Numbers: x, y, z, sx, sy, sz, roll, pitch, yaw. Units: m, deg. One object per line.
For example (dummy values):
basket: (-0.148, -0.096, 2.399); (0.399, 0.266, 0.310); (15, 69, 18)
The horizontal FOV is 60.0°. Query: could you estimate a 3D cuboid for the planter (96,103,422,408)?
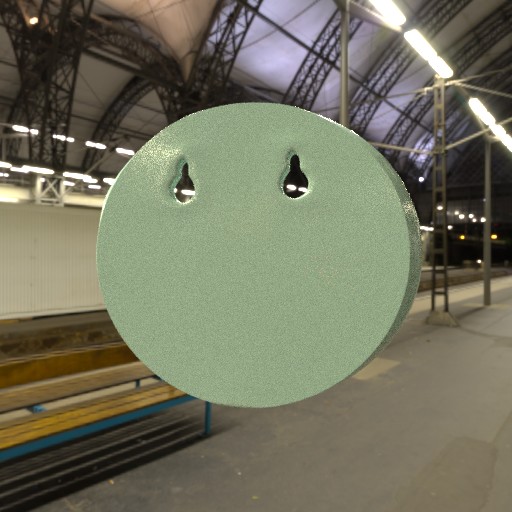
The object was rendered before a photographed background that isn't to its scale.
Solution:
planter: (0.000, 0.000, 0.271); (0.189, 0.164, 0.073); (0, 0, 18)
